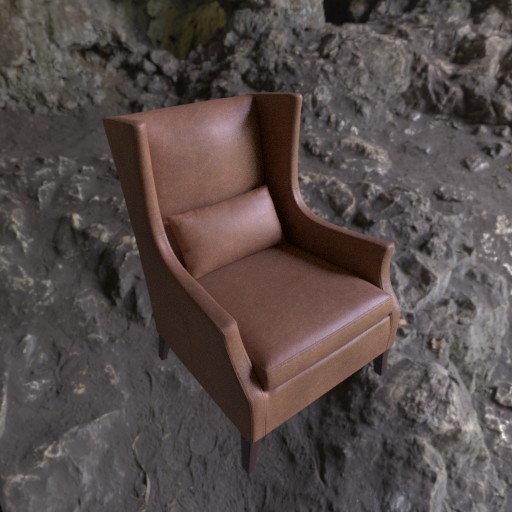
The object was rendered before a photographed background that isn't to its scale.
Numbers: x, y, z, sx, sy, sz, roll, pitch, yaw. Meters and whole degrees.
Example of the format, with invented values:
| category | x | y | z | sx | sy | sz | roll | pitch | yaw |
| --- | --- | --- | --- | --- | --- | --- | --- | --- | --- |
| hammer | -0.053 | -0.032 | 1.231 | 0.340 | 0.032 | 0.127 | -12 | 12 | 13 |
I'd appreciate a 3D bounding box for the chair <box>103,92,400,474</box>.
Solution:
| category | x | y | z | sx | sy | sz | roll | pitch | yaw |
| --- | --- | --- | --- | --- | --- | --- | --- | --- | --- |
| chair | 0.000 | 0.000 | 1.747 | 0.815 | 1.088 | 0.913 | -23 | 38 | -32 |
